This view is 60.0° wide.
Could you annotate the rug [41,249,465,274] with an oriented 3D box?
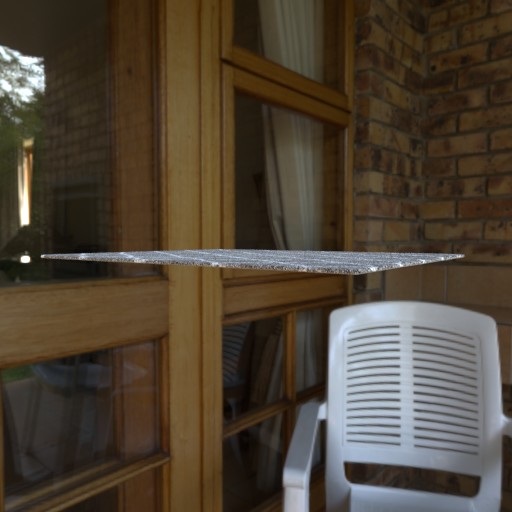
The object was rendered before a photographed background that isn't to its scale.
[{"bbox_3d":[0.000,0.000,4.056,3.047,0.029,2.438,2,3,37],"label":"rug"}]
